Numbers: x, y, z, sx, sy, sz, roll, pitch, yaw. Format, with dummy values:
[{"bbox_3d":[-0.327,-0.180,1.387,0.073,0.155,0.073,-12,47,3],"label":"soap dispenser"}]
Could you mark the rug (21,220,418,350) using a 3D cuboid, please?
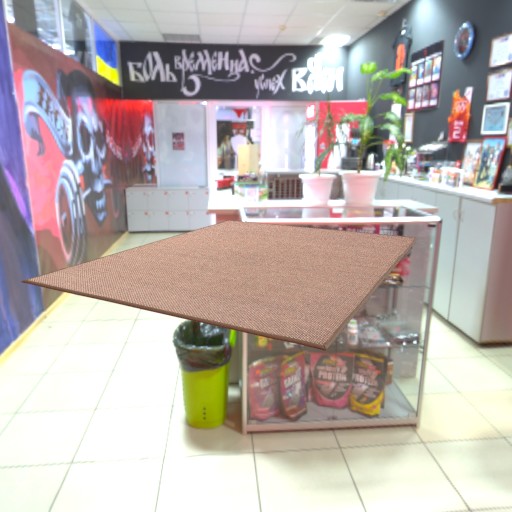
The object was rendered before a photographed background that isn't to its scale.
[{"bbox_3d":[0.000,0.000,4.075,2.413,0.020,3.041,8,16,27],"label":"rug"}]
